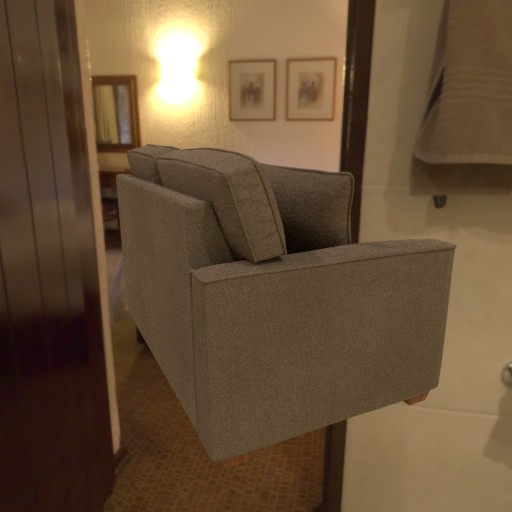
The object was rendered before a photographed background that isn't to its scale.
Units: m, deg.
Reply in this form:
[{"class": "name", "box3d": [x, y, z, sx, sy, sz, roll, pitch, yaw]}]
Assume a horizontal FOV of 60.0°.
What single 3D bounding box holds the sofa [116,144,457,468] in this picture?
[{"class": "sofa", "box3d": [0.000, 0.000, 2.031, 0.991, 0.989, 1.388, -7, 16, -25]}]
